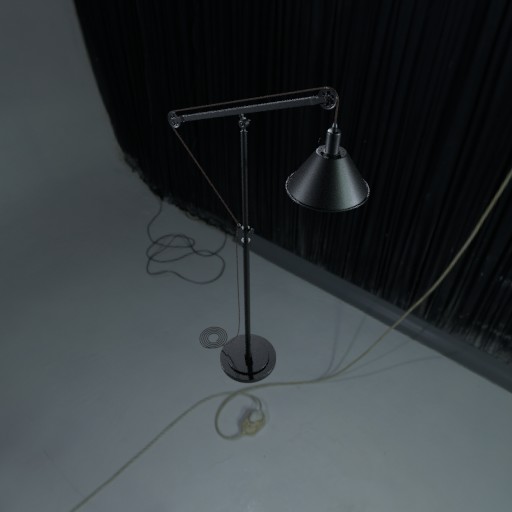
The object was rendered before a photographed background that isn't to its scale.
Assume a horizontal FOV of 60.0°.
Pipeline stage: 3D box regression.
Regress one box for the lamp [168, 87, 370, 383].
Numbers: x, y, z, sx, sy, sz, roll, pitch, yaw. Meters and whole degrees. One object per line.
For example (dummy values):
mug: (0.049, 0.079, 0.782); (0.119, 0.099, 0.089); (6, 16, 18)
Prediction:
lamp: (0.000, 0.000, 1.987); (0.904, 1.626, 0.319); (26, 47, 27)
